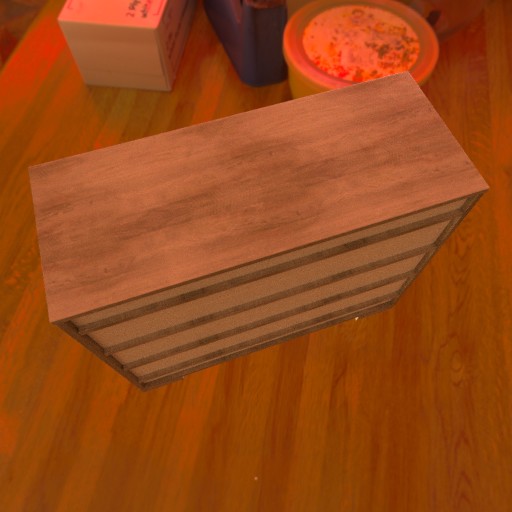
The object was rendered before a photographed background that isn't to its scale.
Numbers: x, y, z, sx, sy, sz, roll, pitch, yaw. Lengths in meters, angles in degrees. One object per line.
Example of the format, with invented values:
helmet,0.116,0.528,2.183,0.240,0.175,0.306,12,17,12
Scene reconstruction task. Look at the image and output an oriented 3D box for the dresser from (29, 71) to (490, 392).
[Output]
dresser,0.000,0.000,1.392,0.994,0.816,0.404,-17,65,-8
